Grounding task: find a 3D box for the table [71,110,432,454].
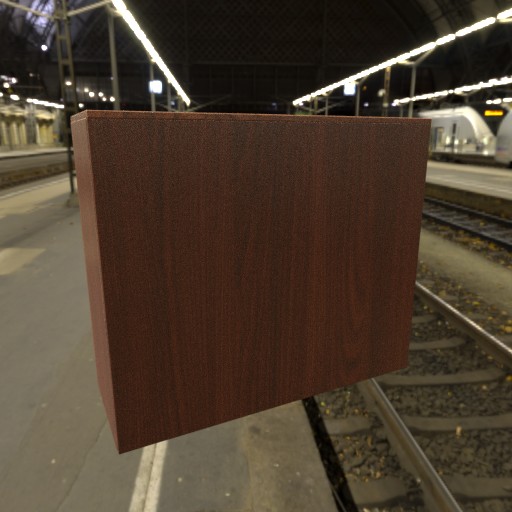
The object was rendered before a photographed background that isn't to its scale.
[{"bbox_3d":[0.000,0.000,1.327,0.930,0.790,0.380,-7,17,-26],"label":"table"}]
